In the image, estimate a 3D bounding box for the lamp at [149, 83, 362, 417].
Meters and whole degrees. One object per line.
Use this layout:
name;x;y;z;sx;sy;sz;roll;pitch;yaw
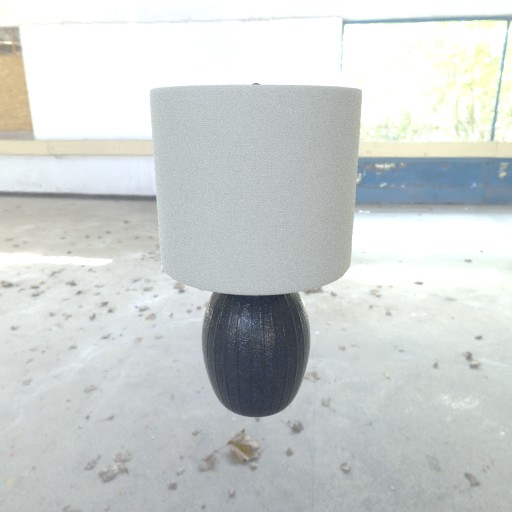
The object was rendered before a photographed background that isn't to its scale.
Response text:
lamp;0.000;0.000;0.783;0.329;0.570;0.329;3;18;8
